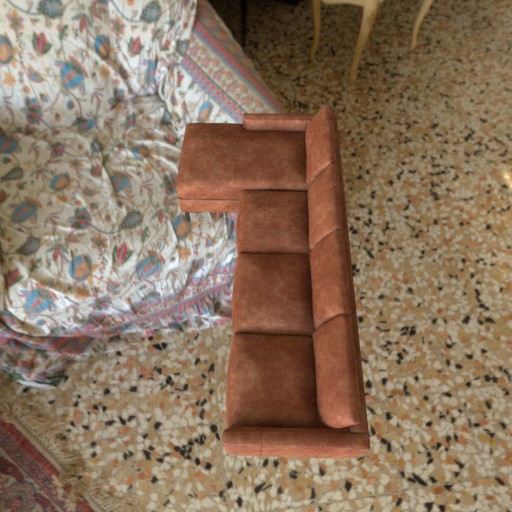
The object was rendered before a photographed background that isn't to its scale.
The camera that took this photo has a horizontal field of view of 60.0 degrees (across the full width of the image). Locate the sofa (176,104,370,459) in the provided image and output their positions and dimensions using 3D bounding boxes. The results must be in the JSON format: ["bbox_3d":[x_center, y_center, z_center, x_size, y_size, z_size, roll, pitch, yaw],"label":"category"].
[{"bbox_3d":[0.000,0.000,3.638,1.471,0.859,2.993,1,58,1],"label":"sofa"}]
